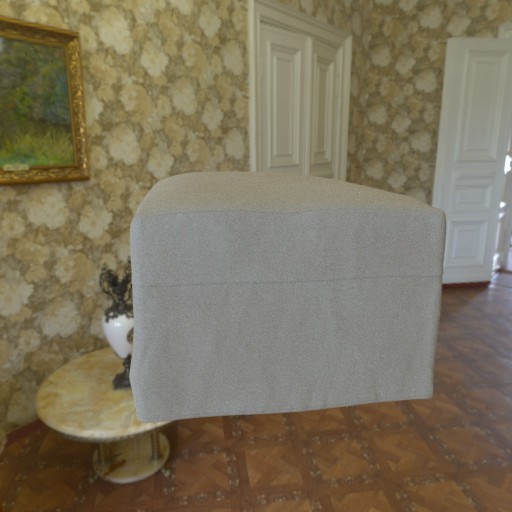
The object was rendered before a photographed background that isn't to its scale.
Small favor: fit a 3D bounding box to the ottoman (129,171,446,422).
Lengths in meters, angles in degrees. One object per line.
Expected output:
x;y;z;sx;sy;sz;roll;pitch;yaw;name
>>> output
0.000;0.000;1.197;0.590;0.444;0.872;-2;13;-9;ottoman
